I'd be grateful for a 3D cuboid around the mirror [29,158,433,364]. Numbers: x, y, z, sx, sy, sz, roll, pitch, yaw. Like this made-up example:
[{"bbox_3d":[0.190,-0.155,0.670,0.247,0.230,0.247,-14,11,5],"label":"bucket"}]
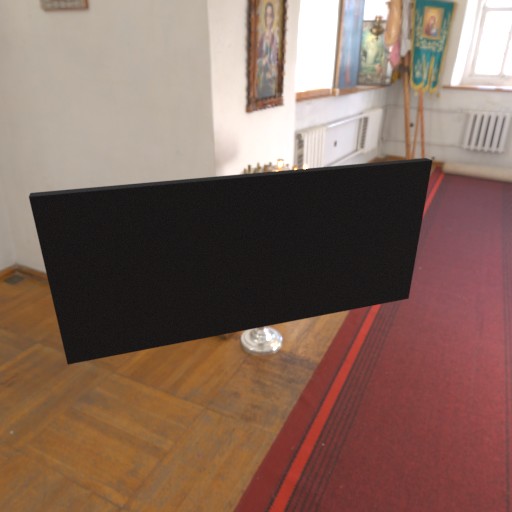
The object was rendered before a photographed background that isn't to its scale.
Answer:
[{"bbox_3d":[0.000,0.000,1.845,1.584,0.692,0.047,-8,27,-17],"label":"mirror"}]
